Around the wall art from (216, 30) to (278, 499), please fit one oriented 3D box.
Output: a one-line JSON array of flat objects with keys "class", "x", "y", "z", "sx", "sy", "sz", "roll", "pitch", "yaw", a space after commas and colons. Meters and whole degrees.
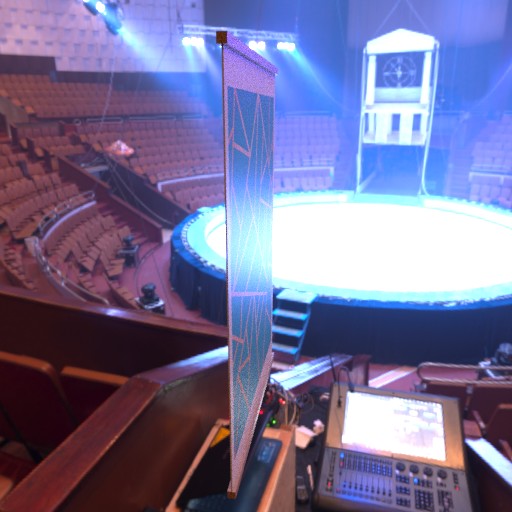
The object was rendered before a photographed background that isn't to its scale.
[{"class": "wall art", "x": 0.000, "y": 0.000, "z": 1.828, "sx": 0.030, "sy": 1.519, "sz": 0.990, "roll": 3, "pitch": 18, "yaw": 10}]
